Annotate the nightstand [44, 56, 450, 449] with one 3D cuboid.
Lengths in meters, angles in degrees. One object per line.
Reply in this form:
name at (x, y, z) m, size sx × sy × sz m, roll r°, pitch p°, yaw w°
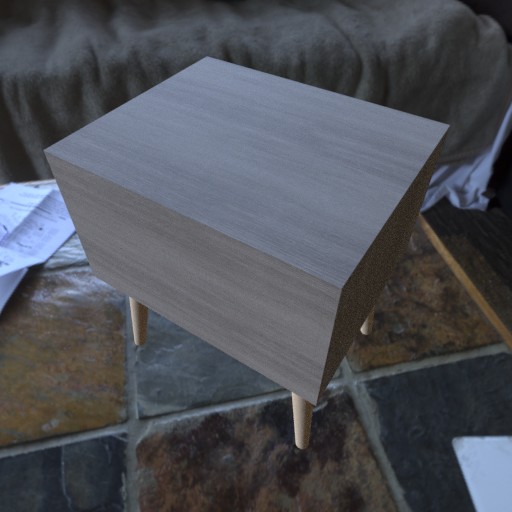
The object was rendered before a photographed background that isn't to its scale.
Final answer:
nightstand at (0.000, 0.000, 0.816) m, size 0.450 × 0.500 × 0.380 m, roll 25°, pitch 51°, yaw 22°
